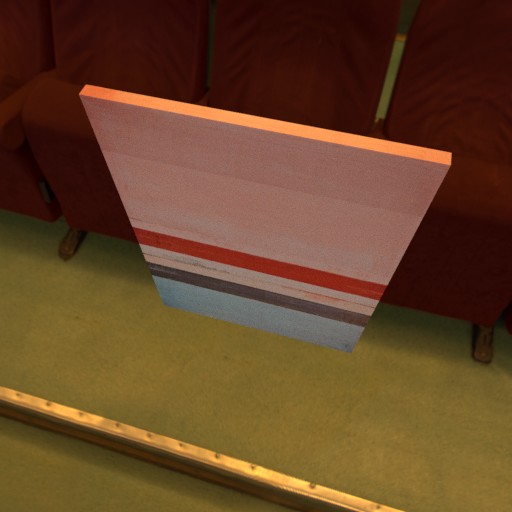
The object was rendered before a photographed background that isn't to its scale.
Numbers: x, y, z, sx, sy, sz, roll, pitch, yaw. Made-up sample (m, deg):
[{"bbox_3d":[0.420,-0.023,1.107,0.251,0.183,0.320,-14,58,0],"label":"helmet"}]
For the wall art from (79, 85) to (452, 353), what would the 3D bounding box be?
[{"bbox_3d":[0.000,0.000,1.317,0.761,1.016,0.039,13,59,8],"label":"wall art"}]
